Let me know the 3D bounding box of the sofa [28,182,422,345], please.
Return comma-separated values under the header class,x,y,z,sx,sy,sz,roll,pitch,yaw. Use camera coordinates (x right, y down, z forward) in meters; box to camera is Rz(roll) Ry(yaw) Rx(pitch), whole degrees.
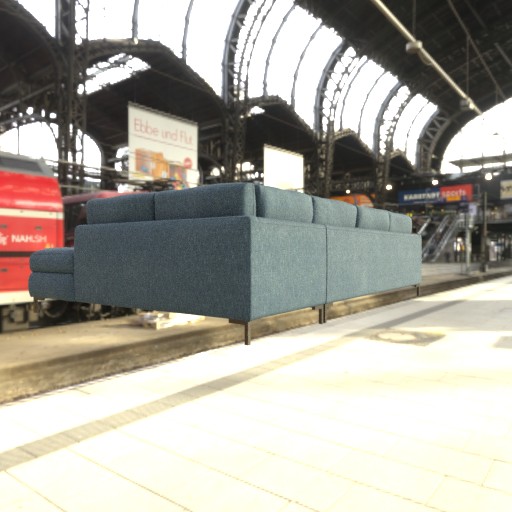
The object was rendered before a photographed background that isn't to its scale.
class,x,y,z,sx,sy,sz,roll,pitch,yaw
sofa,0.000,0.000,3.828,2.007,0.815,2.949,0,1,36
